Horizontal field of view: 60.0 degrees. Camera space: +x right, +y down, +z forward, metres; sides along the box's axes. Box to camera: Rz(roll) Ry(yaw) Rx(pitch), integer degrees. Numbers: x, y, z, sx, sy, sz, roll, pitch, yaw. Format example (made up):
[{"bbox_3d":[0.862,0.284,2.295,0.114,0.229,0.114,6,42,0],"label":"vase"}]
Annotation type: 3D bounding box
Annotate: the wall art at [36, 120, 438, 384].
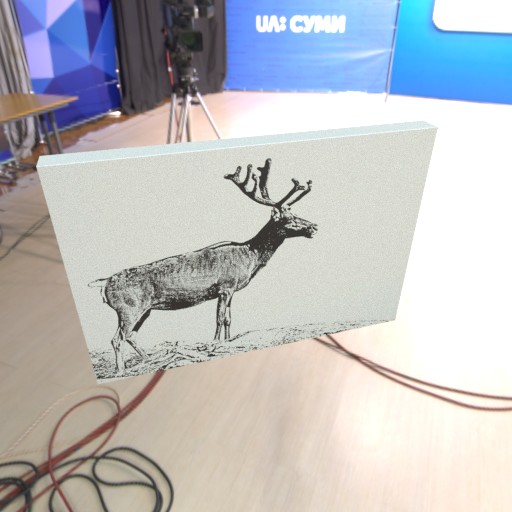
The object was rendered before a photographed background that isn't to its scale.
[{"bbox_3d":[0.000,0.000,0.778,0.608,0.414,0.042,-9,34,-14],"label":"wall art"}]
